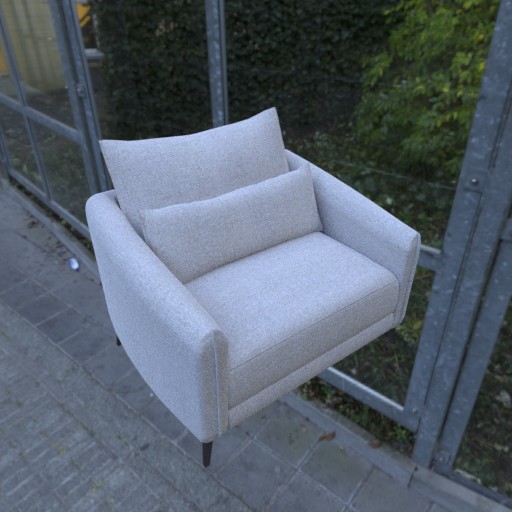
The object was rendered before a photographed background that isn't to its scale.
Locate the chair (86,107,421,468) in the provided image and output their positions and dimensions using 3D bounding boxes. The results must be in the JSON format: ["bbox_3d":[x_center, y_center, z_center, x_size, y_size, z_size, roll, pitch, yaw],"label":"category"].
[{"bbox_3d":[0.000,0.000,1.654,1.029,0.856,0.801,-21,37,-31],"label":"chair"}]
